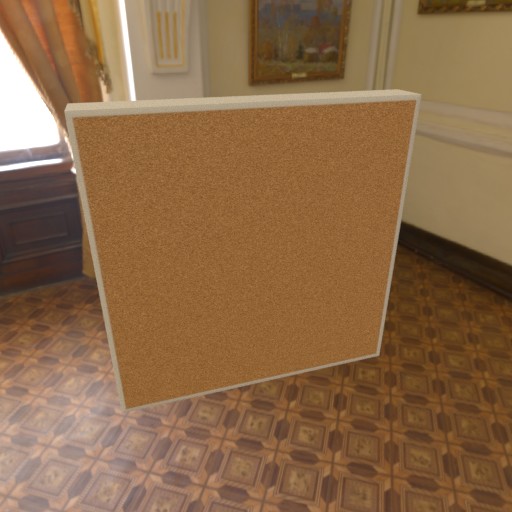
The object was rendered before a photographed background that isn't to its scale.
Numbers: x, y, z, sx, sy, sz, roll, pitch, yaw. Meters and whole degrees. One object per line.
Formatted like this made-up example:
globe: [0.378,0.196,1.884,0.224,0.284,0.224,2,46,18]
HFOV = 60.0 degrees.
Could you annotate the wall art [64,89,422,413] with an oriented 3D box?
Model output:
wall art: [0.000,0.000,0.450,0.305,0.304,0.038,-8,28,-15]
